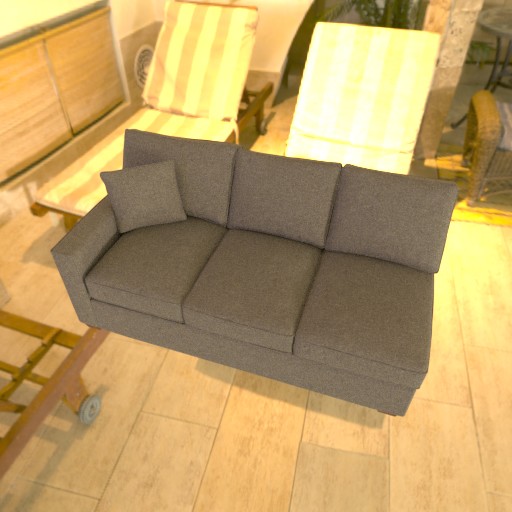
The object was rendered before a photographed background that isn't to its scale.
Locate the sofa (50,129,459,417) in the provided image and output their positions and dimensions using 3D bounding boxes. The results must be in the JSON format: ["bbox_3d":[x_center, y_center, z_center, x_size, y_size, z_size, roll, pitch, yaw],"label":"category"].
[{"bbox_3d":[0.000,0.000,2.532,1.963,0.946,1.034,13,43,14],"label":"sofa"}]
